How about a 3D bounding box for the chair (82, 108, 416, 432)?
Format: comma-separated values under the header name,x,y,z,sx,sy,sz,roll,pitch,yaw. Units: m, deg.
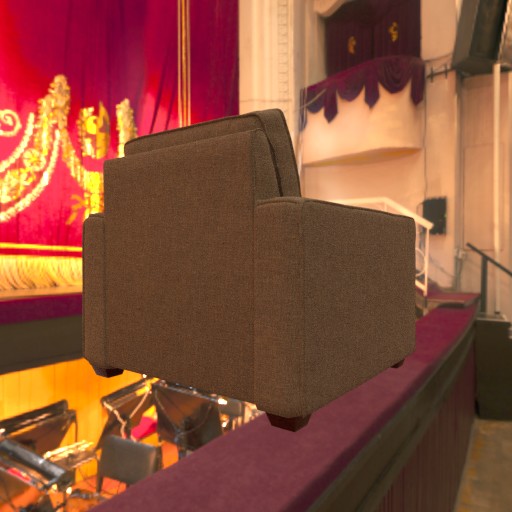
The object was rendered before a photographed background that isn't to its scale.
name,x,y,z,sx,sy,sz,roll,pitch,yaw
chair,0.000,0.000,1.770,1.016,0.914,0.940,1,1,37
